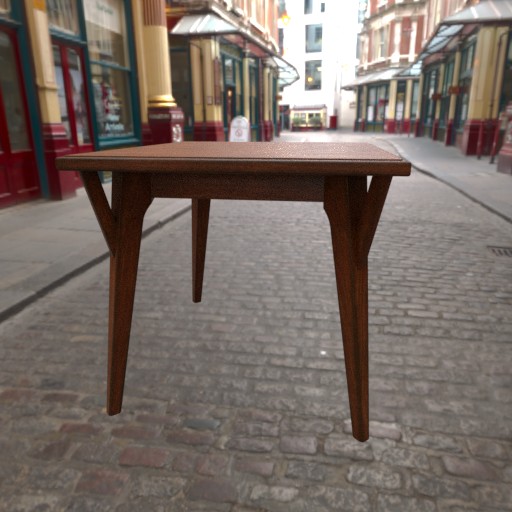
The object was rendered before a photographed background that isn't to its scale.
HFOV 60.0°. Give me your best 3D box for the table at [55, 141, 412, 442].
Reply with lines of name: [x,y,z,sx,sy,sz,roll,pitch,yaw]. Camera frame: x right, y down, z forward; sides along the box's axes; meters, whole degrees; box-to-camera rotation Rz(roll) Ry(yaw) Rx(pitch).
table: [0.000,0.000,1.595,0.838,0.761,0.991,3,17,9]
